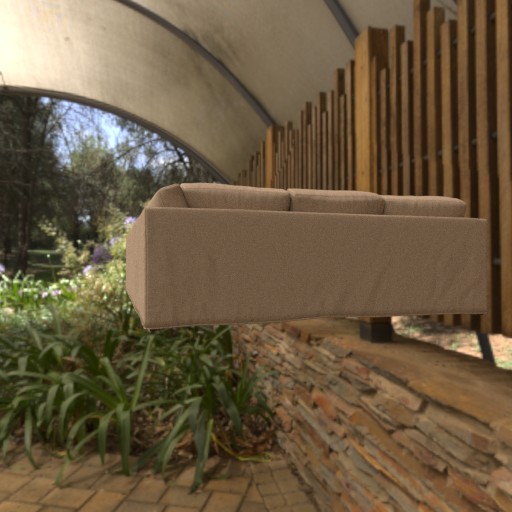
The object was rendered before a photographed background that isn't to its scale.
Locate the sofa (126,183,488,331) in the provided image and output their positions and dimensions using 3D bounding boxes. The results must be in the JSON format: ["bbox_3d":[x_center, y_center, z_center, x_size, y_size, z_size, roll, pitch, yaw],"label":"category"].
[{"bbox_3d":[0.000,0.000,4.466,2.427,0.882,3.460,0,0,-18],"label":"sofa"}]
